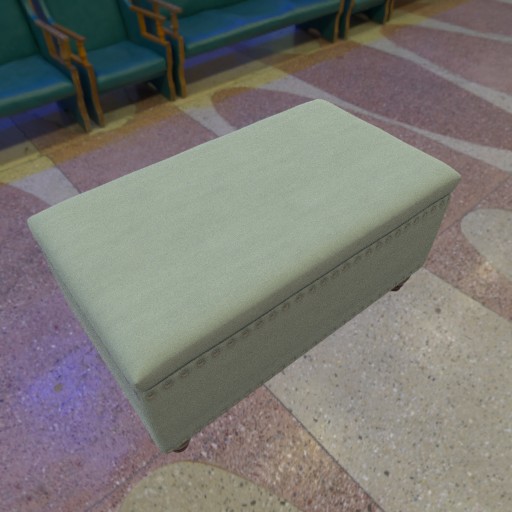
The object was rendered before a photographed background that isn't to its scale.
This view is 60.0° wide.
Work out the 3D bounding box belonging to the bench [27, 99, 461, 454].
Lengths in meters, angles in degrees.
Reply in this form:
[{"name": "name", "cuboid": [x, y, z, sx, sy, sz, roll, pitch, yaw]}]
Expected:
[{"name": "bench", "cuboid": [0.000, 0.000, 1.156, 0.887, 0.449, 0.500, -30, 53, -26]}]
